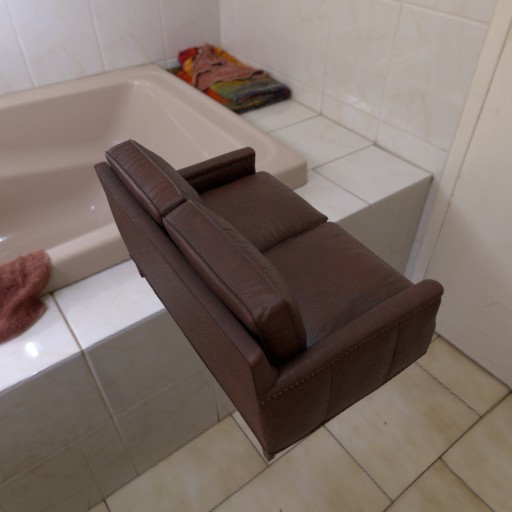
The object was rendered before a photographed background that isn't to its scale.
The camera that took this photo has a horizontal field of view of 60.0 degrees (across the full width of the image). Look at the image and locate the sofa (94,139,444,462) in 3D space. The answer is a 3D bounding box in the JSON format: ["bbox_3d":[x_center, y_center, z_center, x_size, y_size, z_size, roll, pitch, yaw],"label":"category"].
[{"bbox_3d":[0.000,0.000,2.318,1.083,1.003,1.628,-24,47,-25],"label":"sofa"}]
